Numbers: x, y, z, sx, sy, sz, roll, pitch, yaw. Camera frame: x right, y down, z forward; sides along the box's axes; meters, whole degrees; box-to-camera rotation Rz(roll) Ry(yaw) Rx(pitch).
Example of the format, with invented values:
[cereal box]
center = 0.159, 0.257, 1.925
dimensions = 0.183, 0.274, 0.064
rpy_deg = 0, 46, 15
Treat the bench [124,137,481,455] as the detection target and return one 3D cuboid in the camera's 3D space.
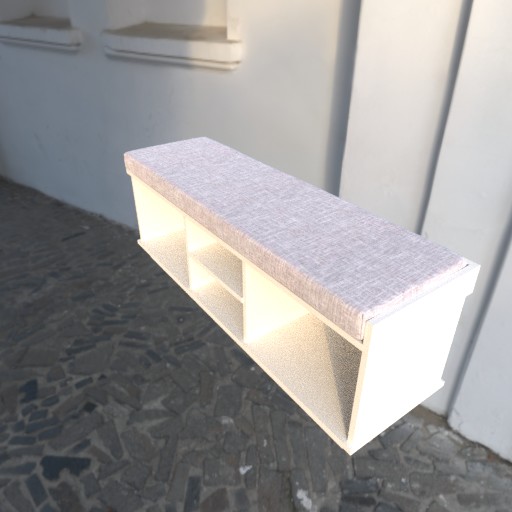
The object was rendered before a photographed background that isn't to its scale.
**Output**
[bench]
center = 0.000, 0.000, 1.411
dimensions = 0.363, 0.453, 1.196
rpy_deg = -21, 37, -30
